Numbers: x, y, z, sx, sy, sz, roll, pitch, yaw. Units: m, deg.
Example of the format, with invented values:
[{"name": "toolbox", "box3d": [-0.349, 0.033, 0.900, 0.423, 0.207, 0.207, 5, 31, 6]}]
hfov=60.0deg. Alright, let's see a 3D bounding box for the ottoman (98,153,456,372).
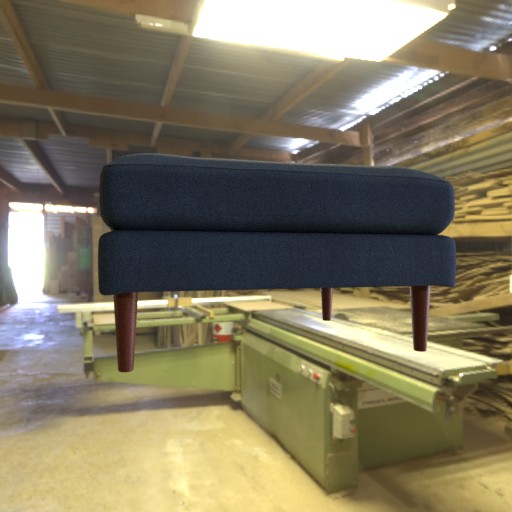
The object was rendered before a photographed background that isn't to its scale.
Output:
[{"name": "ottoman", "box3d": [0.000, 0.000, 1.277, 0.821, 0.474, 0.693, 0, 0, -16]}]
